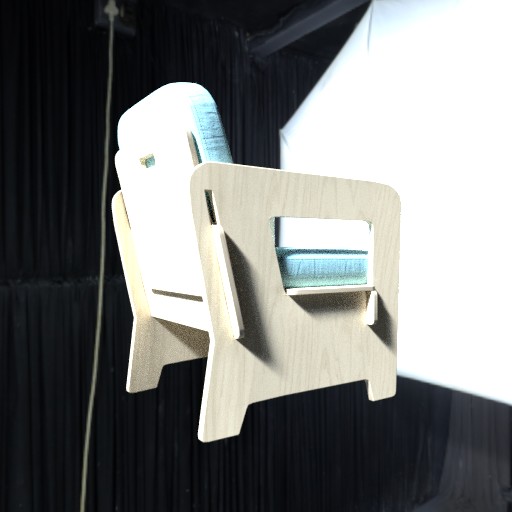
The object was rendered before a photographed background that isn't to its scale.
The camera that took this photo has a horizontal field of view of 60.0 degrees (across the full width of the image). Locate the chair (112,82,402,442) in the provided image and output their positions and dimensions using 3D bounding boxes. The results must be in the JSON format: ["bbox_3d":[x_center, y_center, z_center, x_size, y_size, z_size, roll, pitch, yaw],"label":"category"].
[{"bbox_3d":[0.000,0.000,1.306,0.710,0.800,0.590,0,0,-37],"label":"chair"}]
